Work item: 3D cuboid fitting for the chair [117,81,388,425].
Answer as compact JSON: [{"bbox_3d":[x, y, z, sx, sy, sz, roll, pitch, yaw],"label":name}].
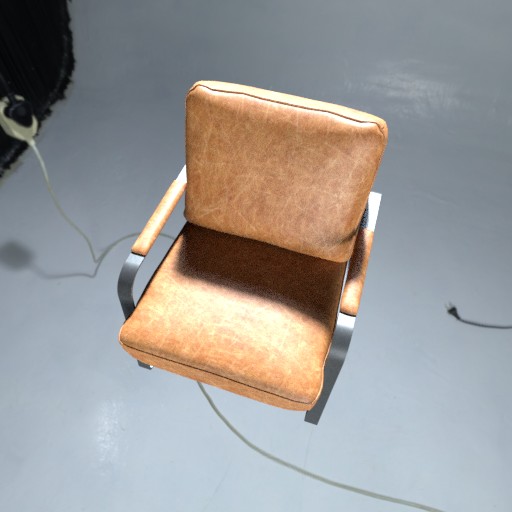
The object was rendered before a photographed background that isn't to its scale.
[{"bbox_3d":[0.000,0.000,1.367,0.651,0.777,0.801,15,60,9],"label":"chair"}]
